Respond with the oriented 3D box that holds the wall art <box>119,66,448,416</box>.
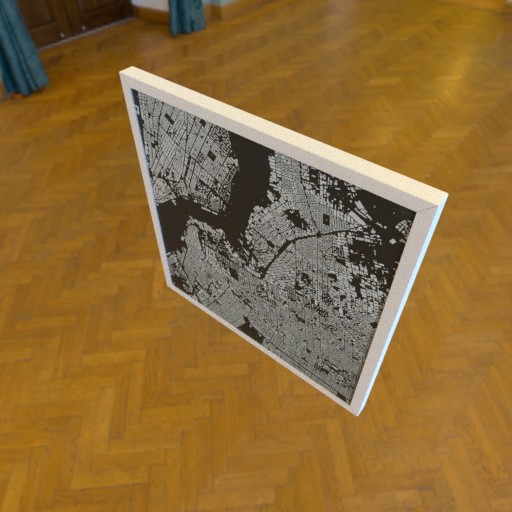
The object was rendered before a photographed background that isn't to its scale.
[{"bbox_3d":[0.000,0.000,1.136,0.761,0.762,0.050,30,53,25],"label":"wall art"}]
